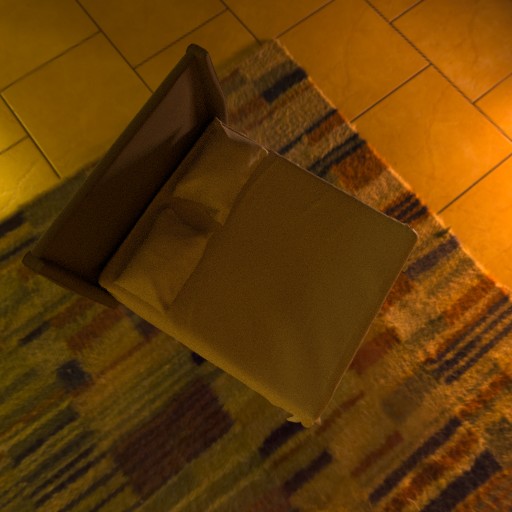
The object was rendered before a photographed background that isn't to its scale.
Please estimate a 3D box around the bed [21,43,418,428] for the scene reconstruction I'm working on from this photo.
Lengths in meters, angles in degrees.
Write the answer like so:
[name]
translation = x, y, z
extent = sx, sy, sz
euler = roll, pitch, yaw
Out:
[bed]
translation = 0.000, 0.000, 3.408
extent = 2.276, 1.332, 1.925
euler = 31, 77, 8
